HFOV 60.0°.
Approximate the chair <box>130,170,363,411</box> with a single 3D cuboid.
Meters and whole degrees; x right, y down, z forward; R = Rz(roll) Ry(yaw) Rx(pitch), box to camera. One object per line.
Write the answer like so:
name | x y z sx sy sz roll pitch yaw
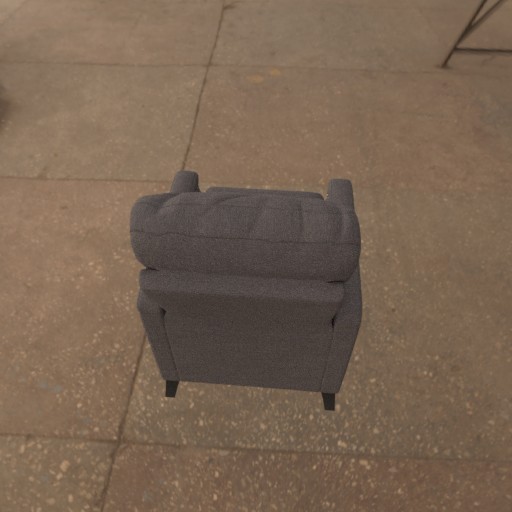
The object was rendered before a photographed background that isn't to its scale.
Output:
chair | 0.000 0.000 1.625 0.710 1.049 0.922 4 48 3
